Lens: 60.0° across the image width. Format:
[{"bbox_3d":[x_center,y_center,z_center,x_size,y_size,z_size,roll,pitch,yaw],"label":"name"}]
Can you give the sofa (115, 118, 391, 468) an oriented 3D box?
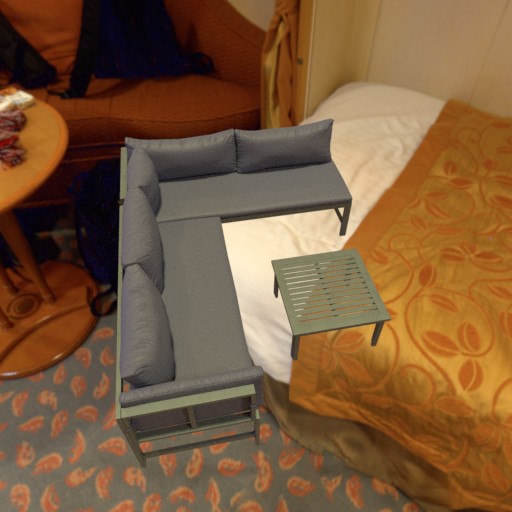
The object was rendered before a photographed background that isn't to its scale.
[{"bbox_3d":[0.000,0.000,2.919,1.658,0.762,2.149,-8,47,-8],"label":"sofa"}]
